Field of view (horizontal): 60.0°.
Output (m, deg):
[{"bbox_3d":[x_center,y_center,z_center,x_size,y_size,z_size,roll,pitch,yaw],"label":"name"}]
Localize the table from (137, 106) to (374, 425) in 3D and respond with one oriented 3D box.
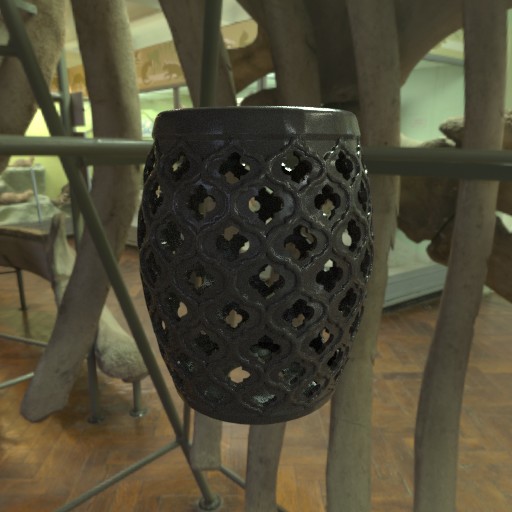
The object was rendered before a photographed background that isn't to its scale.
[{"bbox_3d":[0.000,0.000,0.633,0.325,0.388,0.325,0,14,0],"label":"table"}]
